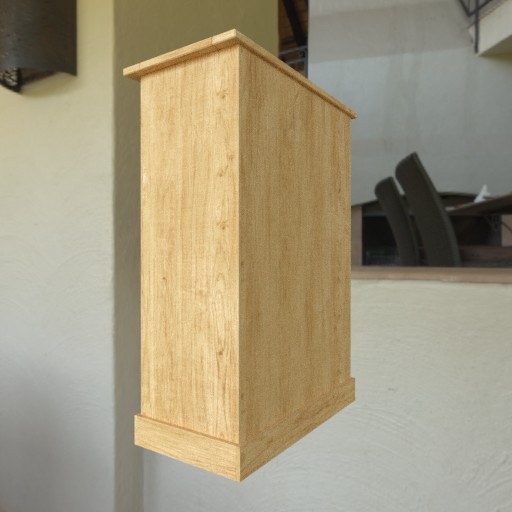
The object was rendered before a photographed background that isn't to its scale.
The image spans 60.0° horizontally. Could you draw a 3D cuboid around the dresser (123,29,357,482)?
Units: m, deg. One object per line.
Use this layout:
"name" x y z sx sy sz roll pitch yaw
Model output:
"dresser" 0.000 0.000 1.770 0.485 1.300 0.915 0 0 34
